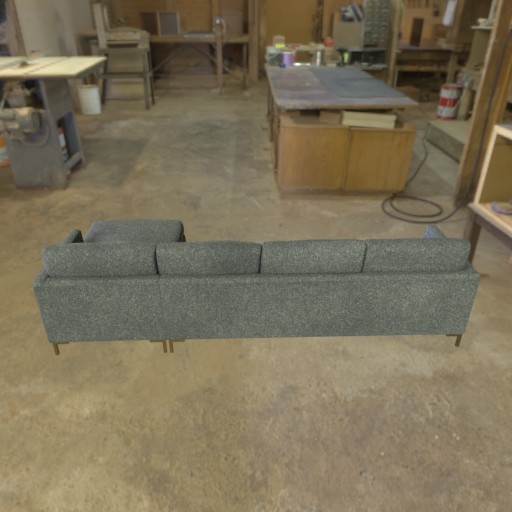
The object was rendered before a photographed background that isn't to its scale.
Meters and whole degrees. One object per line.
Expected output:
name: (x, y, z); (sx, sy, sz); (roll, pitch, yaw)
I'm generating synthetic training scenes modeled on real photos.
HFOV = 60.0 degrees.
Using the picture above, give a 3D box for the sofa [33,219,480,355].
sofa: (0.000, 0.000, 3.499); (2.932, 0.810, 1.350); (-1, 29, -2)
